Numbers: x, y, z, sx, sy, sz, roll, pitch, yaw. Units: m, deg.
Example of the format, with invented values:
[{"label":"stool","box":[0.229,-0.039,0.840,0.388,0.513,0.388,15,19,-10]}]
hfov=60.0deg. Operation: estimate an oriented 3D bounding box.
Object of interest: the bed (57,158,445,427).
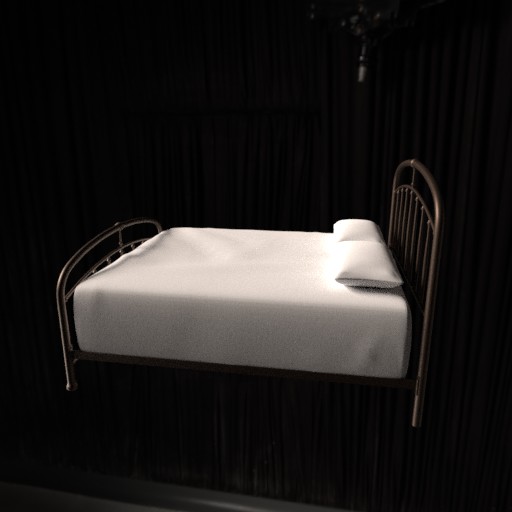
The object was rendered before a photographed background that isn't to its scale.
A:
[{"label":"bed","box":[0.000,0.000,3.263,2.180,1.425,1.711,3,16,9]}]
